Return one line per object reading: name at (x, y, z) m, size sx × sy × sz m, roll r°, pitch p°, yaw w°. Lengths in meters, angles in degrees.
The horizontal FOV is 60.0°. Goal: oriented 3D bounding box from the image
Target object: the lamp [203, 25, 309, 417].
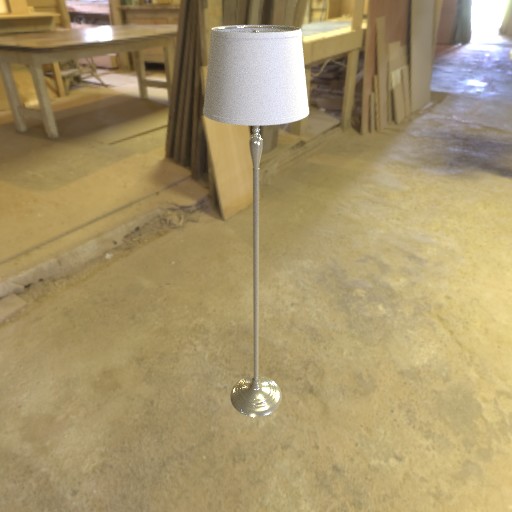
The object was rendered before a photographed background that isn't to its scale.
lamp at (0.000, 0.000, 1.645) m, size 0.327 × 1.506 × 0.327 m, roll 21°, pitch 37°, yaw 30°
